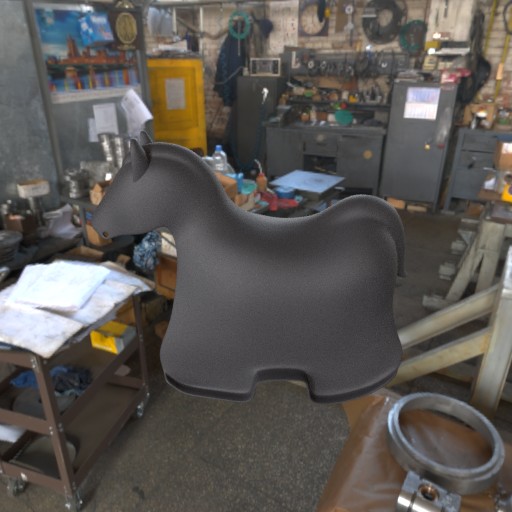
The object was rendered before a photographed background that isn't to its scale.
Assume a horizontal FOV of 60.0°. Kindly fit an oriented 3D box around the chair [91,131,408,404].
[{"bbox_3d":[0.000,0.000,1.138,0.800,0.612,0.429,-1,25,-1],"label":"chair"}]
